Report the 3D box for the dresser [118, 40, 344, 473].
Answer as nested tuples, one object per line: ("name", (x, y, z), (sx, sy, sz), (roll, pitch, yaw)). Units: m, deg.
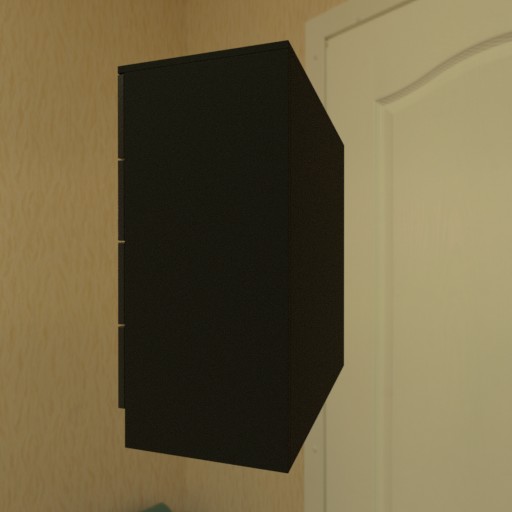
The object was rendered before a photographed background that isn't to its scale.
("dresser", (0.000, 0.000, 1.147), (0.360, 0.720, 0.750), (0, 0, 18))
